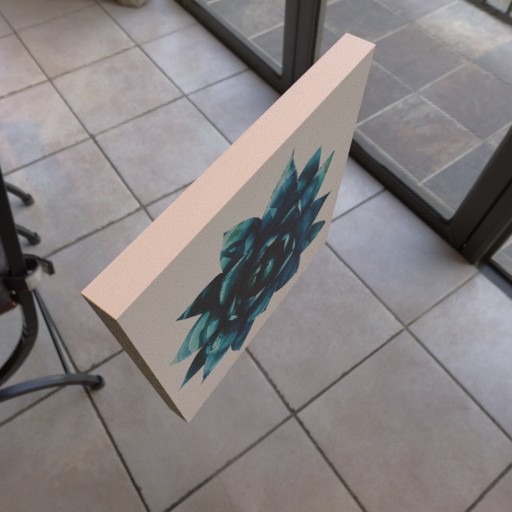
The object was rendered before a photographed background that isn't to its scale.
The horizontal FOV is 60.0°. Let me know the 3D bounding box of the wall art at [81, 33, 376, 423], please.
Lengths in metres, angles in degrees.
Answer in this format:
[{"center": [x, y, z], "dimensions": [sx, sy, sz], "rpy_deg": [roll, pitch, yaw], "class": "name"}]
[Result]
[{"center": [0.000, 0.000, 0.591], "dimensions": [0.038, 0.406, 0.406], "rpy_deg": [32, 64, 17], "class": "wall art"}]
